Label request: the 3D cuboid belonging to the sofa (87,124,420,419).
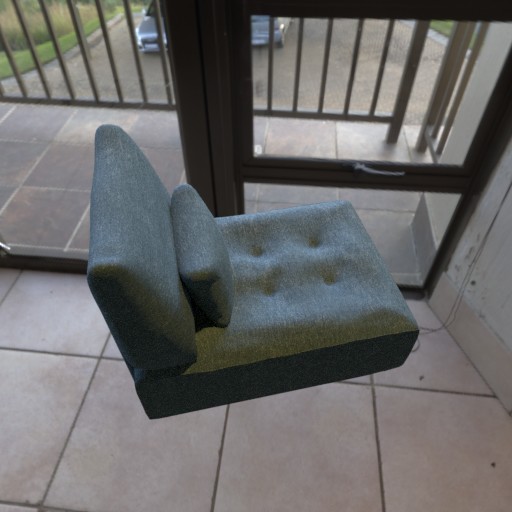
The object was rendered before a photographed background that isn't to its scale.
[{"bbox_3d":[0.000,0.000,1.580,1.000,0.820,0.700,-9,48,-8],"label":"sofa"}]
